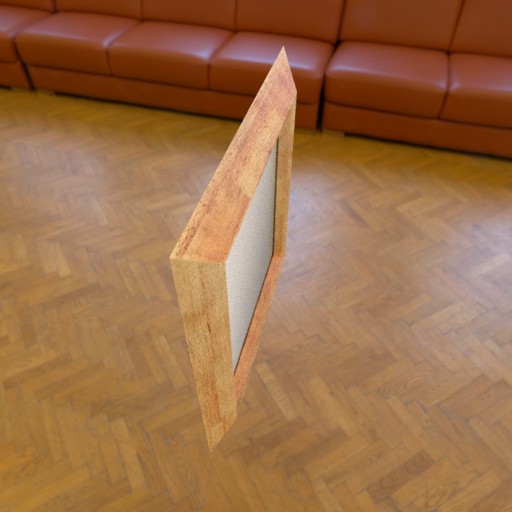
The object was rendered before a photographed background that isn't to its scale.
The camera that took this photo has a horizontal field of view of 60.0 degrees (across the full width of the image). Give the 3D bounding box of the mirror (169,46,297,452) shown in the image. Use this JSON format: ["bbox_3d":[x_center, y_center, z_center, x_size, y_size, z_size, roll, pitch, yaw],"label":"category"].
[{"bbox_3d":[0.000,0.000,0.981,0.047,0.651,0.651,11,48,10],"label":"mirror"}]
